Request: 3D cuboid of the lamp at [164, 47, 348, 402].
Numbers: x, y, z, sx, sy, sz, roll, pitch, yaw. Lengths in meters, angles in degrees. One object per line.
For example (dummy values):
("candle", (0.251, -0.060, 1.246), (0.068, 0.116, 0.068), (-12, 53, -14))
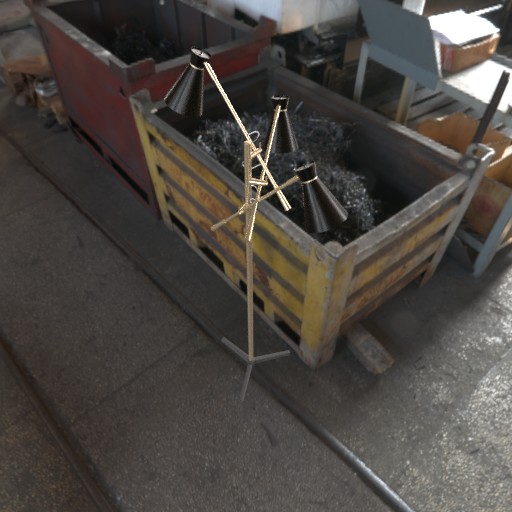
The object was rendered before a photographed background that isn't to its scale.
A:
("lamp", (0.000, 0.000, 2.111), (0.750, 1.804, 0.653), (10, 48, 9))
